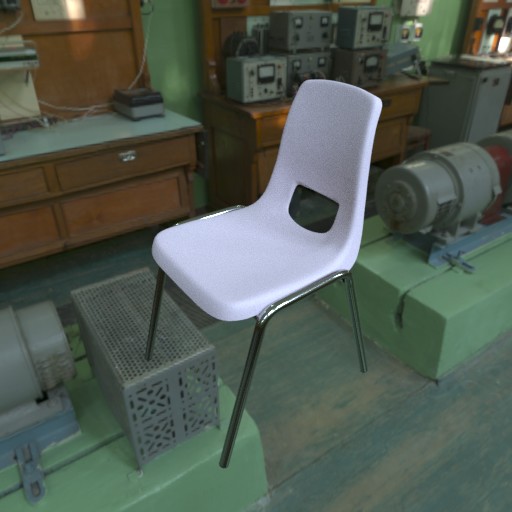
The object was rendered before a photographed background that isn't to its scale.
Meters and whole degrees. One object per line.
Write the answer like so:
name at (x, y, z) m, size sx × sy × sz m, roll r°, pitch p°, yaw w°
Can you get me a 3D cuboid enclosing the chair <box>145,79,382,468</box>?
chair at (0.000, 0.000, 0.941) m, size 0.436 × 0.653 × 0.381 m, roll -21°, pitch 38°, yaw -30°
